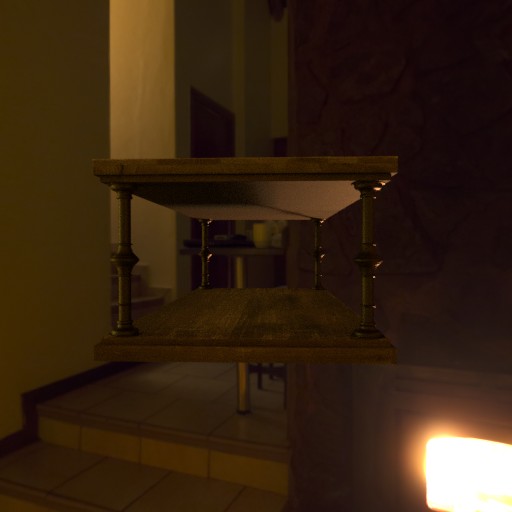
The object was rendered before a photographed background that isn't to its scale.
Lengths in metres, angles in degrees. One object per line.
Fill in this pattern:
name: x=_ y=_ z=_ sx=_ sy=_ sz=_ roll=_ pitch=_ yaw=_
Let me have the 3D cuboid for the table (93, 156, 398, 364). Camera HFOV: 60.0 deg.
table: x=0.000 y=0.000 z=1.349 sx=0.554 sy=0.373 sz=1.088 roll=0 pitch=1 yaw=2
